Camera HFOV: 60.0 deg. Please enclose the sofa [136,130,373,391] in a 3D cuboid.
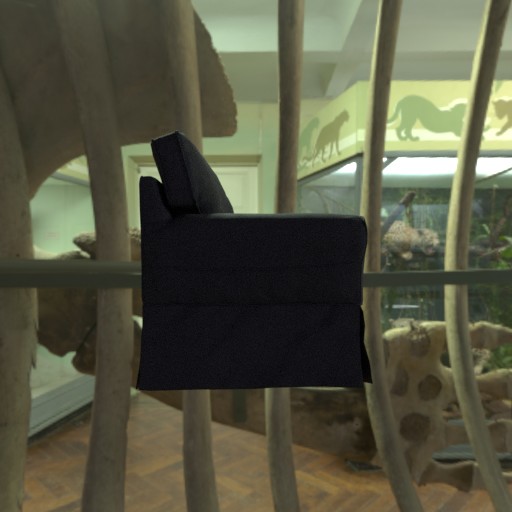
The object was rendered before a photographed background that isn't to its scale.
[{"bbox_3d":[0.000,0.000,2.869,0.983,1.094,2.256,0,0,0],"label":"sofa"}]
